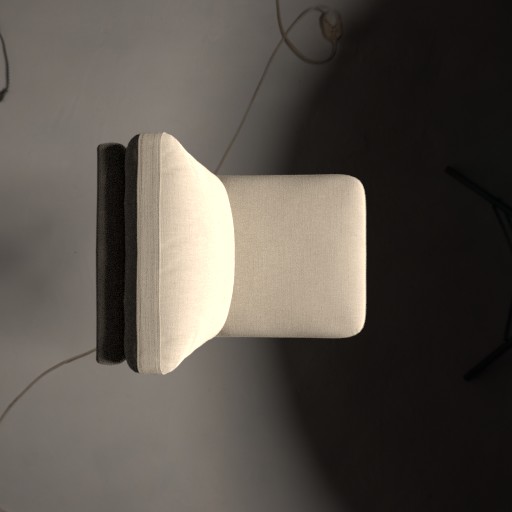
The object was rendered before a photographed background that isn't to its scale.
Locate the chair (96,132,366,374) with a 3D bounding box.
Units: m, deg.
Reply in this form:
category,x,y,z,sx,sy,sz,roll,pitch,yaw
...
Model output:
category,x,y,z,sx,sy,sz,roll,pitch,yaw
chair,0.000,0.000,1.335,0.698,0.927,0.503,0,89,-1
